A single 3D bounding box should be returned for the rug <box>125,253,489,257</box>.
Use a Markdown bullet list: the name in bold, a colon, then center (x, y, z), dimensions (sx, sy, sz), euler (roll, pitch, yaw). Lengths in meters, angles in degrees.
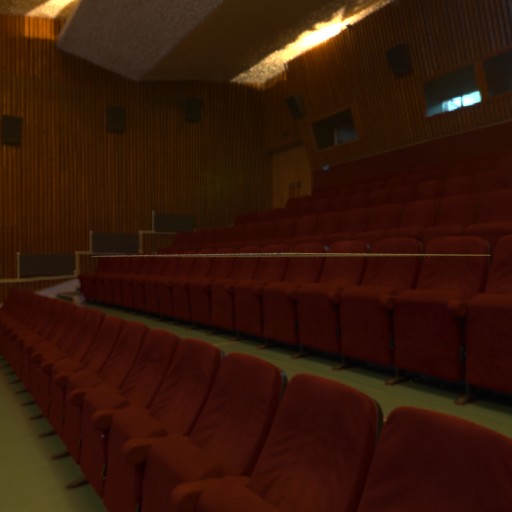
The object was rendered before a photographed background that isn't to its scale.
- **rug**: center (0.000, 0.000, 3.055), dimensions (1.519, 0.003, 2.453), euler (0, 0, -36)
